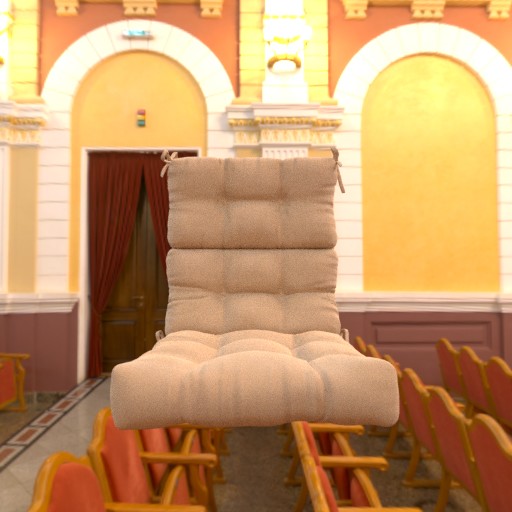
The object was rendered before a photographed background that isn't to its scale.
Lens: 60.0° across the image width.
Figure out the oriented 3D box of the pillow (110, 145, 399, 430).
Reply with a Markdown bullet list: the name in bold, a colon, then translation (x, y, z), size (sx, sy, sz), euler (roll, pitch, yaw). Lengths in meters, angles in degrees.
- **pillow**: translation (0.000, 0.000, 0.991), size (0.519, 0.605, 0.571), euler (0, -1, 0)
